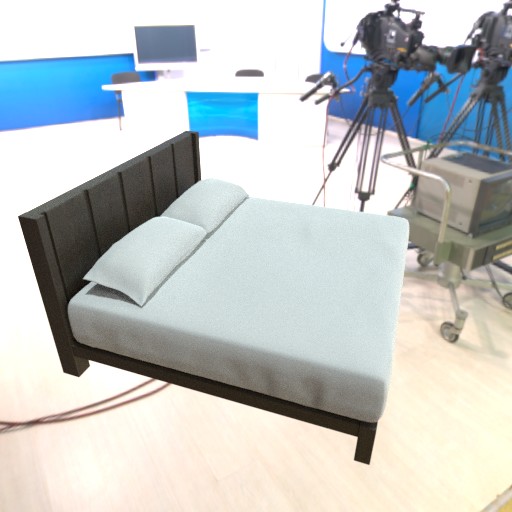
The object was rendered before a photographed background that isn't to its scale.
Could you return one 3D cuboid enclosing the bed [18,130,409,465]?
[{"bbox_3d":[0.000,0.000,3.477,2.238,1.261,2.143,10,31,17],"label":"bed"}]
